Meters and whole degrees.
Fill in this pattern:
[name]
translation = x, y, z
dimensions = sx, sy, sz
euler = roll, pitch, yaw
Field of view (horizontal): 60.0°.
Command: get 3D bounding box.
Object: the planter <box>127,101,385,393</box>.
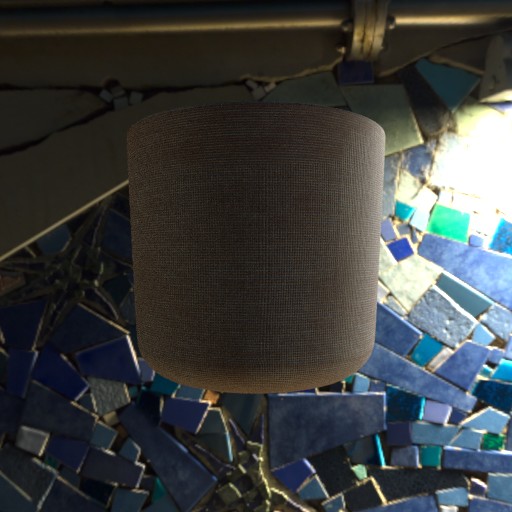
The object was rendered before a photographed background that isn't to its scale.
[planter]
translation = 0.000, 0.000, 0.786
dimensions = 0.440, 0.398, 0.440
euler = 0, 0, 0
